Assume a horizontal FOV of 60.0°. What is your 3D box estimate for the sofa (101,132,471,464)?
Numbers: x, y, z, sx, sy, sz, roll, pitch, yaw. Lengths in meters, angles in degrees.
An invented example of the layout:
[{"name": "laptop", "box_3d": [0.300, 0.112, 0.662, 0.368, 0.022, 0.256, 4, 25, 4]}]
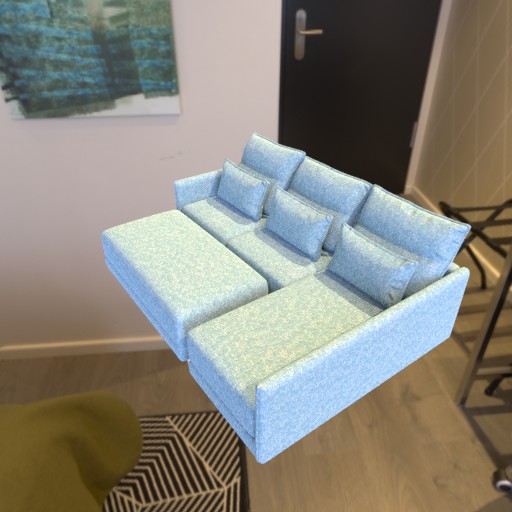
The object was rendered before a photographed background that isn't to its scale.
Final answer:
[{"name": "sofa", "box_3d": [0.000, 0.000, 2.834, 1.420, 0.899, 2.034, -21, 39, -29]}]
